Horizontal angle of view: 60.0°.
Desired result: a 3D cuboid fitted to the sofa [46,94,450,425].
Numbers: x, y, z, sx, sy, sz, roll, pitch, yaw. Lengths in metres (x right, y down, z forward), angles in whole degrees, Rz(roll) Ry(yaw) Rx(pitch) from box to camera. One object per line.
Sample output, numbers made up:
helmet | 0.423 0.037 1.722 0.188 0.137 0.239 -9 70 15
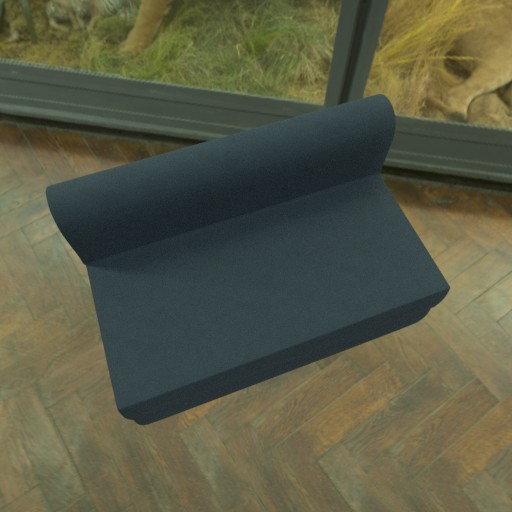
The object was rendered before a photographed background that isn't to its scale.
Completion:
sofa | 0.000 0.000 1.653 1.219 0.660 0.762 -18 64 -9
